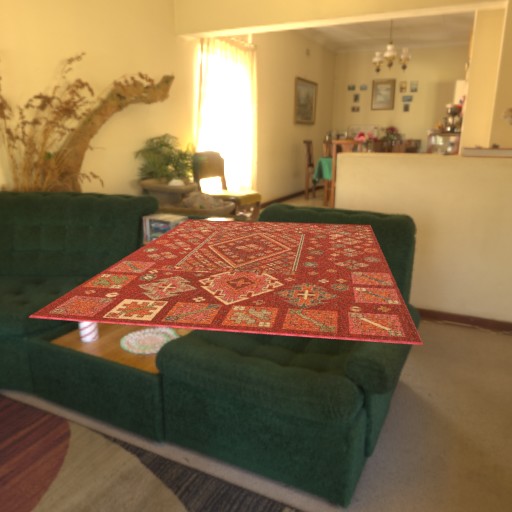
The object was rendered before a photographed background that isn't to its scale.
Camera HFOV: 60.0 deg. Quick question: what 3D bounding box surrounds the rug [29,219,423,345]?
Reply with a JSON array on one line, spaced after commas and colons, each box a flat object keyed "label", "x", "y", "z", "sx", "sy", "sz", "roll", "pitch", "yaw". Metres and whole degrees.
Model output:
[{"label": "rug", "x": 0.000, "y": 0.000, "z": 4.191, "sx": 2.389, "sy": 0.011, "sz": 3.306, "roll": 2, "pitch": 16, "yaw": 9}]
